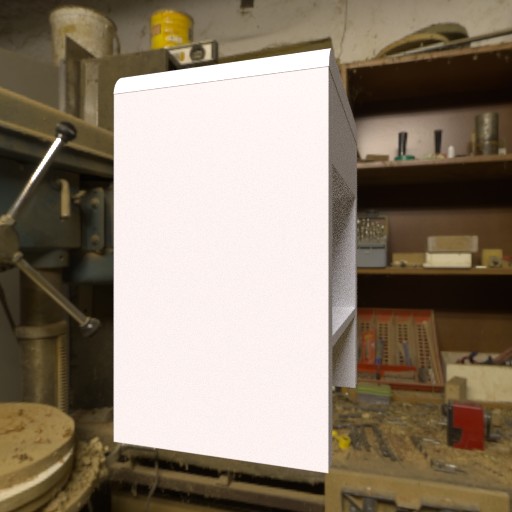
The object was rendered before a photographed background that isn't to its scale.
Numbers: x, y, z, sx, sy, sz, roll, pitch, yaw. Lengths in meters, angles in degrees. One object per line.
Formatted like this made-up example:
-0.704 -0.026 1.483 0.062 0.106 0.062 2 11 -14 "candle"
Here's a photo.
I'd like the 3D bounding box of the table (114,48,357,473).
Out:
0.000 0.000 0.867 0.350 0.590 0.450 0 0 18 "table"
